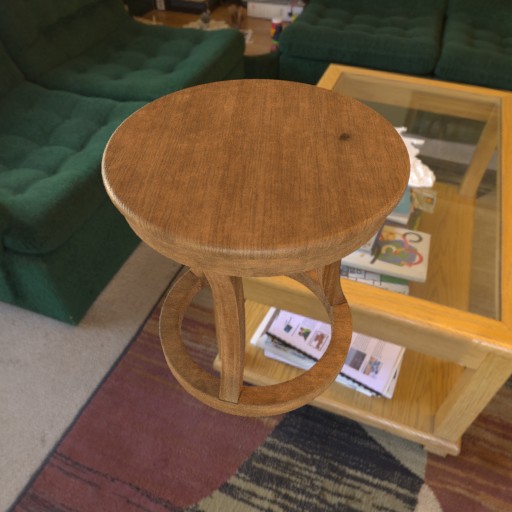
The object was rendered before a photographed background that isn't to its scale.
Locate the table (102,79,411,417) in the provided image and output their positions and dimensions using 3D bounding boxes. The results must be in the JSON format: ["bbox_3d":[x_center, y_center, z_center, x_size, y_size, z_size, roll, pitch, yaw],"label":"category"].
[{"bbox_3d":[0.000,0.000,0.797,0.432,0.460,0.432,0,46,0],"label":"table"}]
